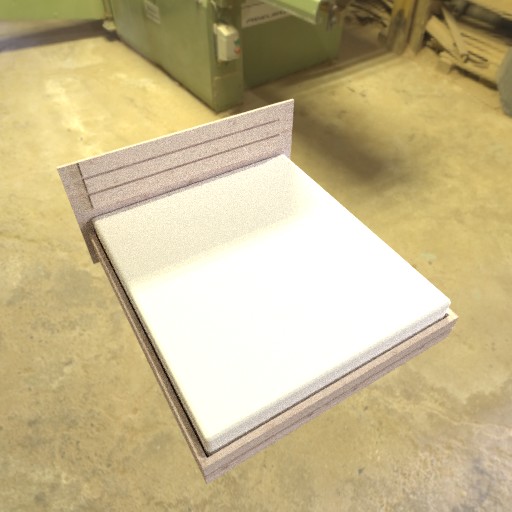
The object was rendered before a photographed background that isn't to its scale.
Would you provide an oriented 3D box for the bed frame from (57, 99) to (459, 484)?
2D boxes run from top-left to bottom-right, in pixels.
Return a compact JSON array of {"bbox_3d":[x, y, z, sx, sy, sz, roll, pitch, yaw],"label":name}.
[{"bbox_3d":[0.000,0.000,3.099,1.950,0.970,2.080,-23,50,-21],"label":"bed frame"}]
